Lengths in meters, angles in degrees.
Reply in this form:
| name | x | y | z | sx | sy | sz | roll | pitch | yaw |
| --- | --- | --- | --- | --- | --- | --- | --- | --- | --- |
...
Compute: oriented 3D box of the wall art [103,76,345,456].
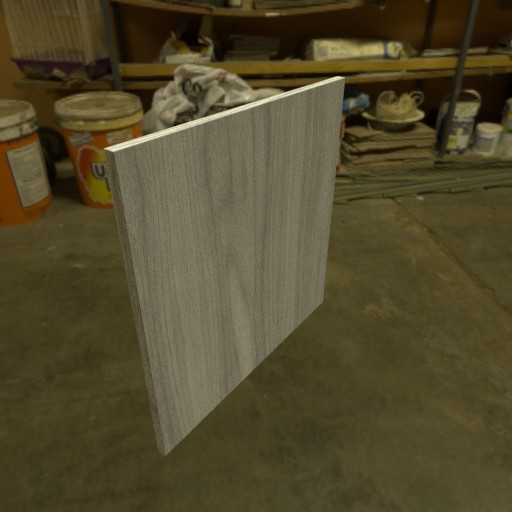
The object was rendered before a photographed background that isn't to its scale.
| name | x | y | z | sx | sy | sz | roll | pitch | yaw |
| --- | --- | --- | --- | --- | --- | --- | --- | --- | --- |
| wall art | 0.000 | 0.000 | 0.760 | 0.016 | 0.507 | 0.508 | 22 | 38 | 31 |
